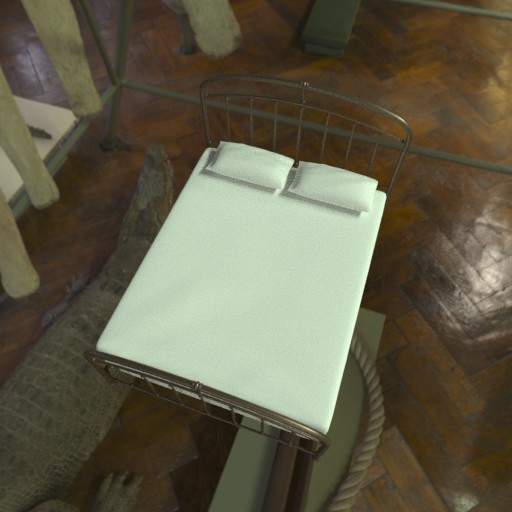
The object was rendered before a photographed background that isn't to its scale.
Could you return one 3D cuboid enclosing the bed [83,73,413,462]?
[{"bbox_3d":[0.000,0.000,3.245,1.711,1.475,2.168,16,60,10],"label":"bed"}]
